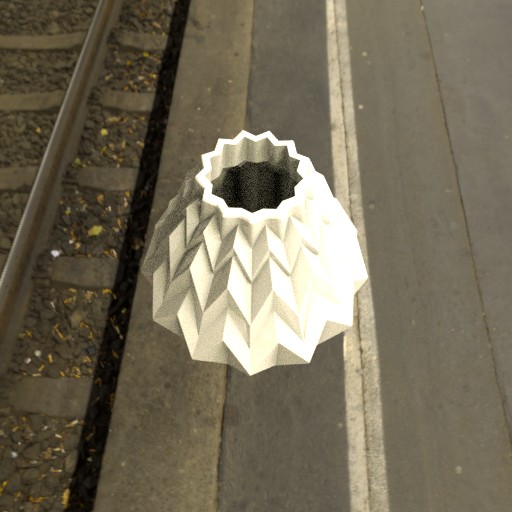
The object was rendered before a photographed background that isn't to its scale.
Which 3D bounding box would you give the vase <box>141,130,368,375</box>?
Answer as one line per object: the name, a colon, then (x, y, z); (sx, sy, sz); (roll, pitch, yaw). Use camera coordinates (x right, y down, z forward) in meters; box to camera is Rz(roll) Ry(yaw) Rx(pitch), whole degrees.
vase: (0.000, 0.000, 0.317); (0.164, 0.185, 0.164); (0, 61, 0)
